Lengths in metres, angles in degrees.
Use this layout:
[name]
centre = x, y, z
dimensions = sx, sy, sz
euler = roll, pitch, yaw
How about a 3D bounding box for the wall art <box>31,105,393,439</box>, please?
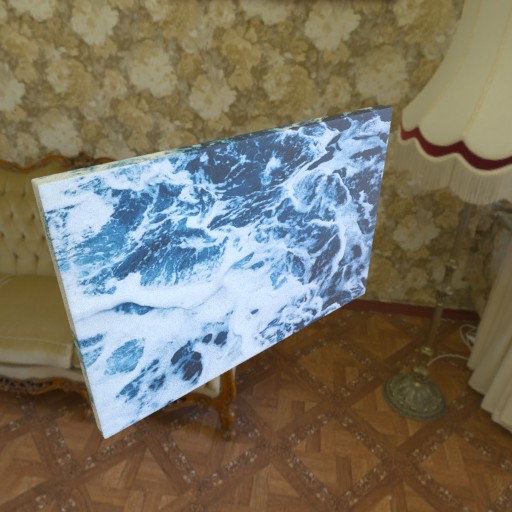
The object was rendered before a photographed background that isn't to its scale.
[wall art]
centre = 0.000, 0.000, 1.110
dimensions = 0.915, 0.610, 0.042
euler = -22, 37, -33
